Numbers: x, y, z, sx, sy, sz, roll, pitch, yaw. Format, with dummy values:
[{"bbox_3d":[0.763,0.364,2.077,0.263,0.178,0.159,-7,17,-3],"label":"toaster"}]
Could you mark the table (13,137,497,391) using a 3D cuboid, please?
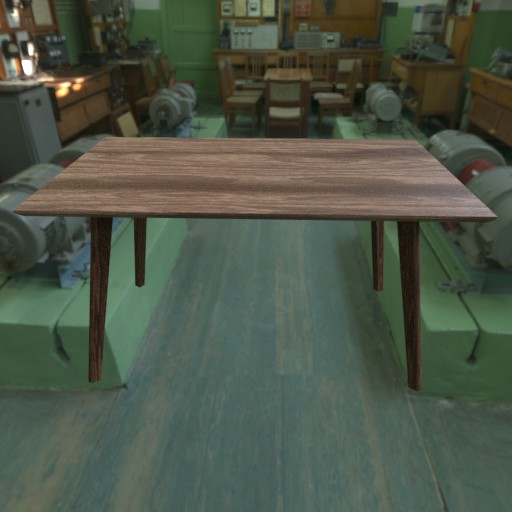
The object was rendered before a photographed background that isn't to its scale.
[{"bbox_3d":[0.000,0.000,1.758,1.349,0.724,0.801,1,29,2],"label":"table"}]
